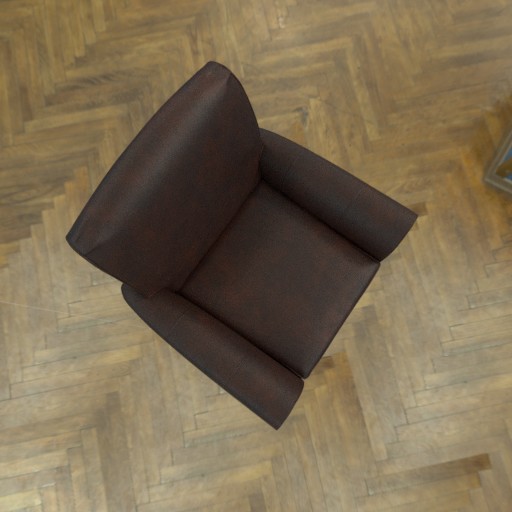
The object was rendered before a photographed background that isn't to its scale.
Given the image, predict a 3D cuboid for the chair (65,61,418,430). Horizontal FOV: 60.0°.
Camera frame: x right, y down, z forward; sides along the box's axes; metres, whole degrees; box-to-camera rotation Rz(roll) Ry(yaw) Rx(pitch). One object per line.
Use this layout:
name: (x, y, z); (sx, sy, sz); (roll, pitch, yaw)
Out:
chair: (0.000, 0.000, 1.774); (0.902, 1.061, 0.978); (35, 80, 7)
